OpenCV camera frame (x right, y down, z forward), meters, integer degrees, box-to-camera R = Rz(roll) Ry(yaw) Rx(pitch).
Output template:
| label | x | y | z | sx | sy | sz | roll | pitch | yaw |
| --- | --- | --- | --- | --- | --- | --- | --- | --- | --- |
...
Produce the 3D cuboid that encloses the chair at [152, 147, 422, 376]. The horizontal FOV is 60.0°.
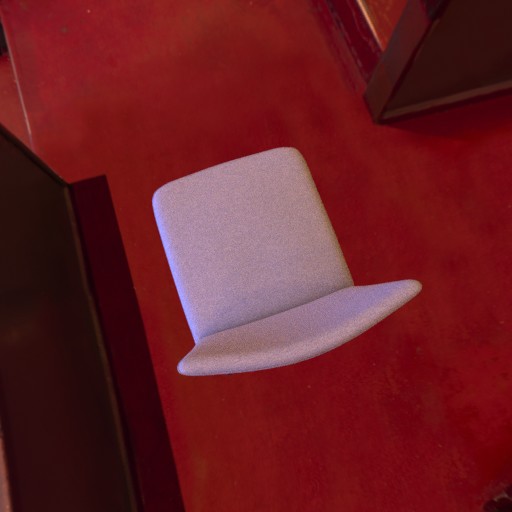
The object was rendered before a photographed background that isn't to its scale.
| label | x | y | z | sx | sy | sz | roll | pitch | yaw |
| --- | --- | --- | --- | --- | --- | --- | --- | --- | --- |
| chair | 0.000 | 0.000 | 1.179 | 0.456 | 0.859 | 0.570 | -19 | 77 | -4 |
